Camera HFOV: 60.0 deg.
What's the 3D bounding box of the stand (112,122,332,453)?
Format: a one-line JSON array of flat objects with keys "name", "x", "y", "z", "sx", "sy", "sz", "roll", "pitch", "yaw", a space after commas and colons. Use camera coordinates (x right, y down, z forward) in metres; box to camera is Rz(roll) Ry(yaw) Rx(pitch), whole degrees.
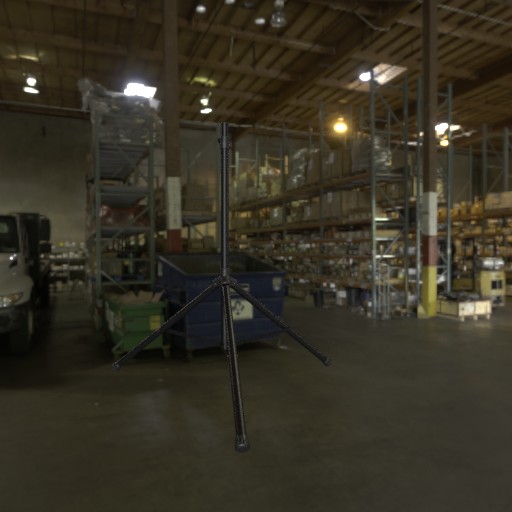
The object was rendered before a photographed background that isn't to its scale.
[{"name": "stand", "x": 0.000, "y": 0.000, "z": 2.789, "sx": 1.339, "sy": 1.595, "sz": 1.596, "roll": -1, "pitch": 1, "yaw": -35}]
